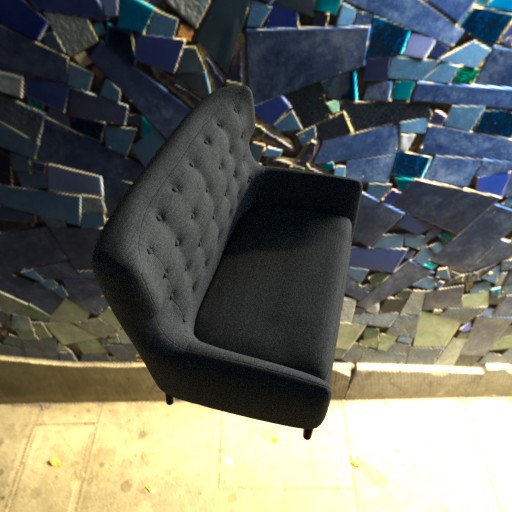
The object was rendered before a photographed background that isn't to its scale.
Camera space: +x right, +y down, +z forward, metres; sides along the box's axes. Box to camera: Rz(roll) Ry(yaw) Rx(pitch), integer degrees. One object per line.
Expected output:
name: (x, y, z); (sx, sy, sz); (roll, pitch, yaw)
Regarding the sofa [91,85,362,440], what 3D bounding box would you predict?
sofa: (0.000, 0.000, 2.064); (0.874, 1.028, 1.358); (10, 45, 10)
